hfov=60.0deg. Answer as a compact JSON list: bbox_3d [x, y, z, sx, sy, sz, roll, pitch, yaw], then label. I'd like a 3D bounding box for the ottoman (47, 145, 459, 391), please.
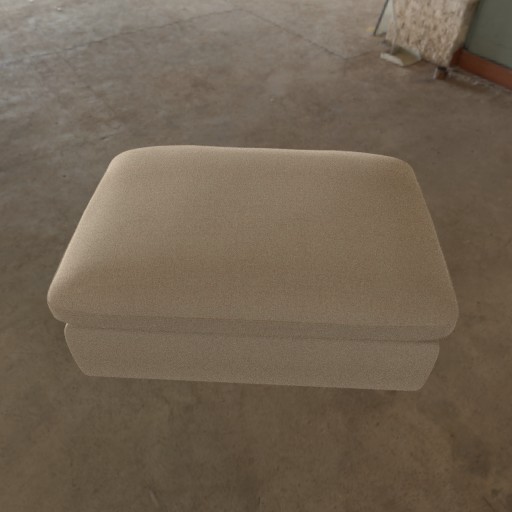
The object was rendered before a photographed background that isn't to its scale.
[{"bbox_3d":[0.000,0.000,1.341,0.984,0.453,0.686,2,46,2],"label":"ottoman"}]
